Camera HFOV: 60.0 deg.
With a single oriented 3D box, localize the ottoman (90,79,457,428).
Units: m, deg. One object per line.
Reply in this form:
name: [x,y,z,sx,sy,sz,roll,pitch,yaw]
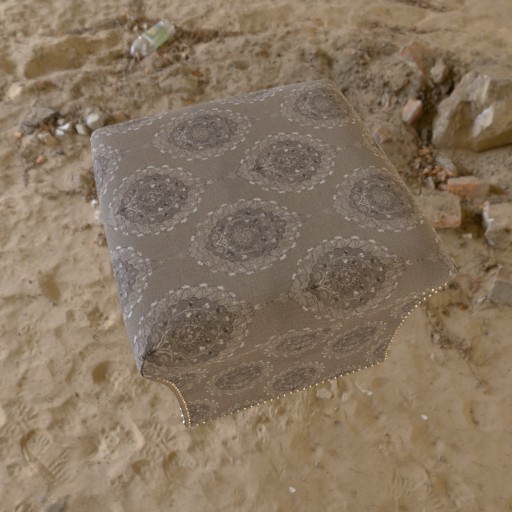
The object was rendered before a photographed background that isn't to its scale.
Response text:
ottoman: [0.000,0.000,0.907,0.507,0.473,0.497,-16,60,-10]
